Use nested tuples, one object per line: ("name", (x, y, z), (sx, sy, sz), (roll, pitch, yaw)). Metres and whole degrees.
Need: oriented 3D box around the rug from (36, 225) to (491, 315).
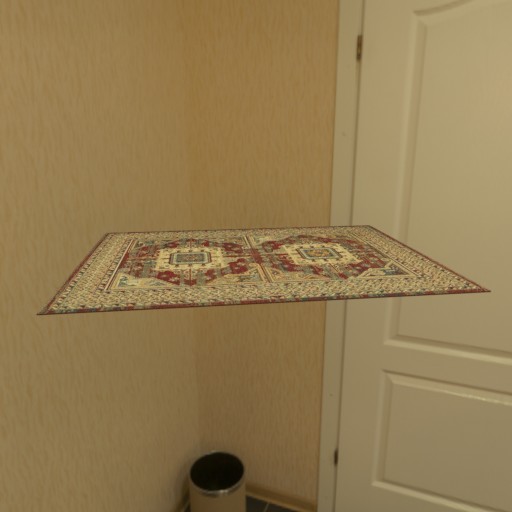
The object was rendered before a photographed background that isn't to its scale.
("rug", (0.000, 0.000, 4.215), (3.197, 0.013, 2.381), (-2, 16, -7))
